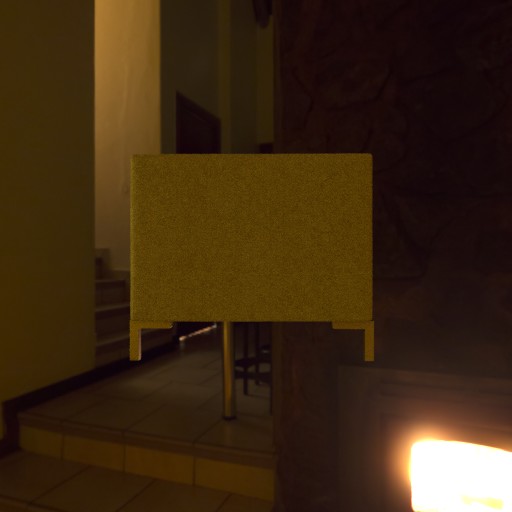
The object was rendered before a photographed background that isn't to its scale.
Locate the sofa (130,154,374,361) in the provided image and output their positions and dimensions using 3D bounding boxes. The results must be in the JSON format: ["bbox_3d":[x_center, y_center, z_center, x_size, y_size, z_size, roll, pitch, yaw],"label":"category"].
[{"bbox_3d":[0.000,0.000,2.431,0.797,0.657,2.102,0,0,1],"label":"sofa"}]
